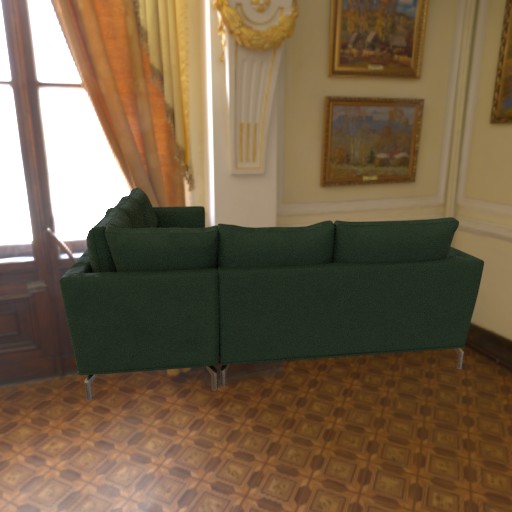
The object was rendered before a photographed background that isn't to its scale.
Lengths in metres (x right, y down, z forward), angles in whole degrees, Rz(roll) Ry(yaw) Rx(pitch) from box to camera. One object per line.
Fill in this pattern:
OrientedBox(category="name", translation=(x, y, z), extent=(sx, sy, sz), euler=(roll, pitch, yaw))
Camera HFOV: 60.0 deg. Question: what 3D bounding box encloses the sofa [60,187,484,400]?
OrientedBox(category="sofa", translation=(0.000, 0.000, 3.735), extent=(2.468, 1.004, 2.452), euler=(-2, 15, -8))
